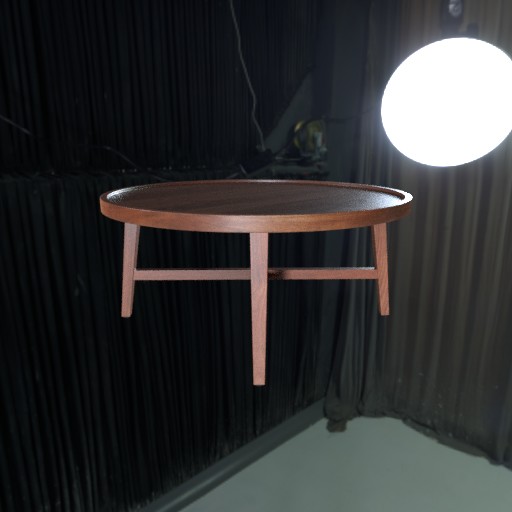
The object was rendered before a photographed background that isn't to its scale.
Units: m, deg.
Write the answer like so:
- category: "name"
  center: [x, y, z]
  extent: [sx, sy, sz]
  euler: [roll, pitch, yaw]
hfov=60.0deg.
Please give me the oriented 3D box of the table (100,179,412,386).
- category: "table"
  center: [0.000, 0.000, 1.245]
  extent: [0.800, 0.360, 0.800]
  euler: [0, 14, 0]
